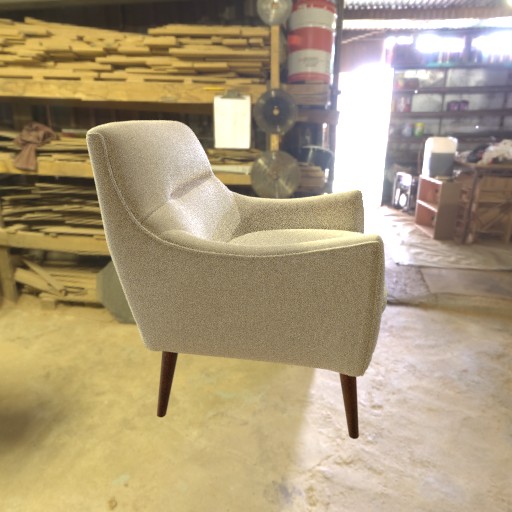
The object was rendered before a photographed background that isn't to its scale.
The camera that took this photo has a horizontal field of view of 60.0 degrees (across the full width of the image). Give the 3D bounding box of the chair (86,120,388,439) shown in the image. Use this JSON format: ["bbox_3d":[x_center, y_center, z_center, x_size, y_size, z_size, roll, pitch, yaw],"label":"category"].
[{"bbox_3d":[0.000,0.000,1.434,0.787,0.838,0.762,3,17,9],"label":"chair"}]
